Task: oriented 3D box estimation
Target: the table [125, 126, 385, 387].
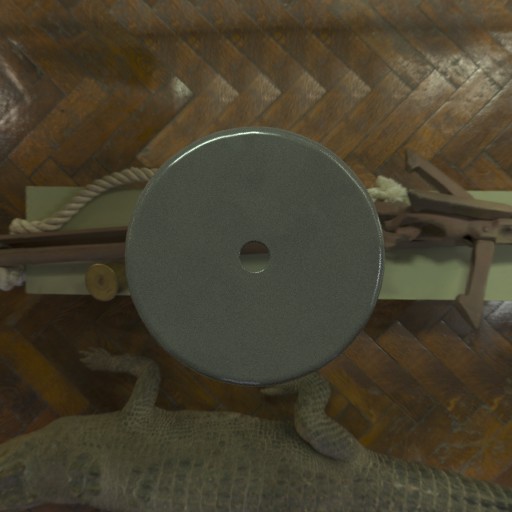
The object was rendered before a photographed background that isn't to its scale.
[{"bbox_3d":[0.000,0.000,0.631,0.325,0.388,0.325,0,90,0],"label":"table"}]
